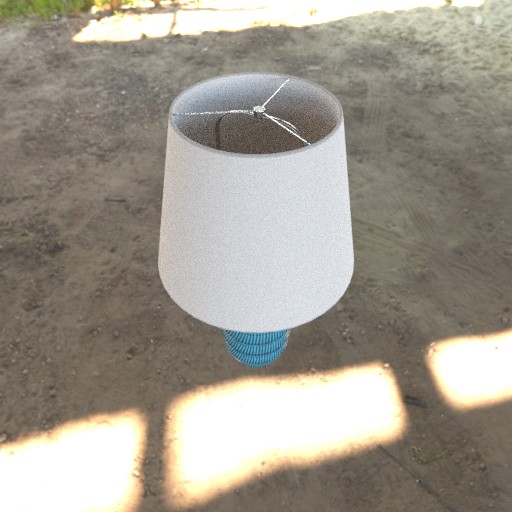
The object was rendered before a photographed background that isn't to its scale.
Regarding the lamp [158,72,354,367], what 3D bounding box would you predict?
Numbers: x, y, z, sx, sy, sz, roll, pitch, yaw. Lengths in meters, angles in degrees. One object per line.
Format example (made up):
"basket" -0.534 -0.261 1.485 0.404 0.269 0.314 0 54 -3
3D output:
"lamp" 0.000 0.000 0.819 0.355 0.582 0.355 0 45 0
